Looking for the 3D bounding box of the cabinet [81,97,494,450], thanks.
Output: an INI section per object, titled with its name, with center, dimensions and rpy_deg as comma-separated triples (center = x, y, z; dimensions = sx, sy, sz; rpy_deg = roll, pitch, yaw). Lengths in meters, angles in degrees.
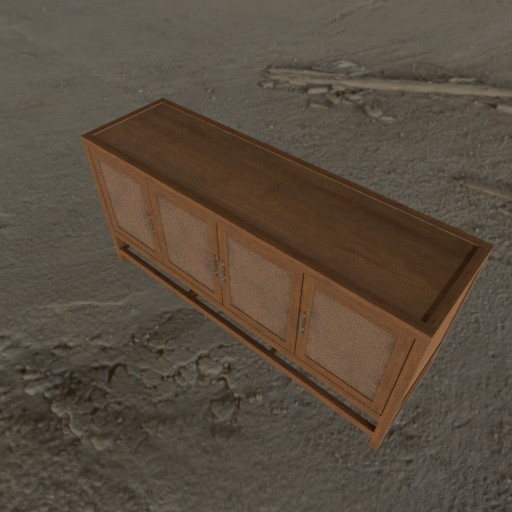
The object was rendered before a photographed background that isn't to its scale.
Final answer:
[cabinet]
center = 0.000, 0.000, 2.062
dimensions = 1.708, 0.820, 0.522
rpy_deg = 31, 53, 27
